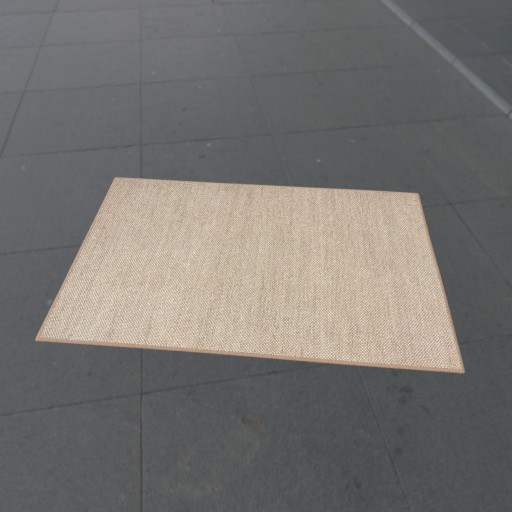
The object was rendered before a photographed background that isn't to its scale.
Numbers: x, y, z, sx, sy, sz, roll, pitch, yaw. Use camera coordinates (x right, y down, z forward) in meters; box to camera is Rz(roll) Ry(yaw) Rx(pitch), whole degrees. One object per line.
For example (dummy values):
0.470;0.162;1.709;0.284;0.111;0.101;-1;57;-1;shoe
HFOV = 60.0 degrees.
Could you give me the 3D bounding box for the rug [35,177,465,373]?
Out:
0.000;0.000;2.065;1.668;0.012;1.061;4;47;3;rug
